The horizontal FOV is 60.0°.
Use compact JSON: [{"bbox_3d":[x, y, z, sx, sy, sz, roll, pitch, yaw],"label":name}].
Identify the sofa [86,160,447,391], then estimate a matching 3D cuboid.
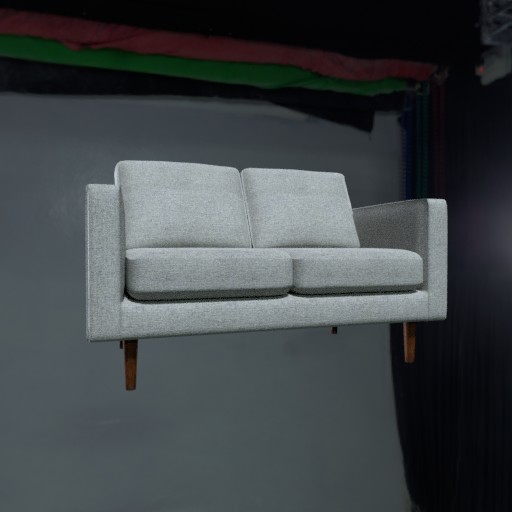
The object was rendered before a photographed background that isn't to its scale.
[{"bbox_3d":[0.000,0.000,2.169,1.527,0.973,0.969,0,1,-19],"label":"sofa"}]
